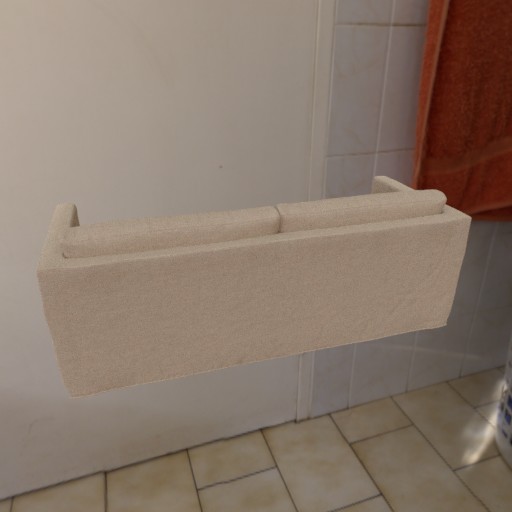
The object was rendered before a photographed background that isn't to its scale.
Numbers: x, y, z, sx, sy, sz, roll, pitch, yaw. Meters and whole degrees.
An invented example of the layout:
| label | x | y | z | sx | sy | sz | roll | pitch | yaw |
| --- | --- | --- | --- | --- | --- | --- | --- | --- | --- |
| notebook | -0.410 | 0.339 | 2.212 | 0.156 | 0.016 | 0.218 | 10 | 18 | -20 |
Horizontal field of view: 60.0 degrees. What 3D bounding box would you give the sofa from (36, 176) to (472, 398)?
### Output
| label | x | y | z | sx | sy | sz | roll | pitch | yaw |
| --- | --- | --- | --- | --- | --- | --- | --- | --- | --- |
| sofa | 0.000 | 0.000 | 2.731 | 2.312 | 0.853 | 0.962 | -7 | 27 | -15 |
